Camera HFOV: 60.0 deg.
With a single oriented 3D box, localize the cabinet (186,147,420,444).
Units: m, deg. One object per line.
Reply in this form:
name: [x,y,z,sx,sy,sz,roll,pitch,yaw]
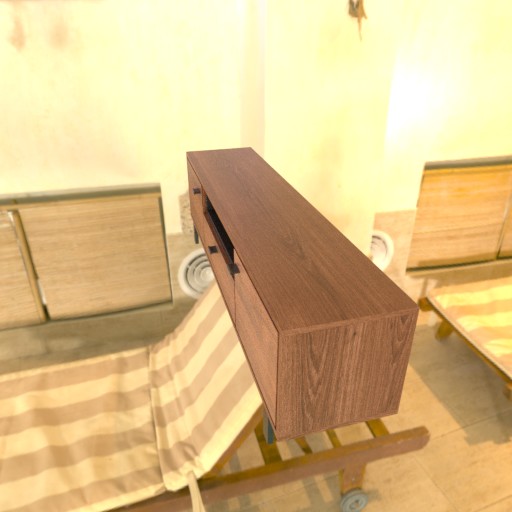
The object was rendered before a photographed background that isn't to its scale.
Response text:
cabinet: [0.000,0.000,1.892,0.400,0.500,1.650,-8,29,-14]
